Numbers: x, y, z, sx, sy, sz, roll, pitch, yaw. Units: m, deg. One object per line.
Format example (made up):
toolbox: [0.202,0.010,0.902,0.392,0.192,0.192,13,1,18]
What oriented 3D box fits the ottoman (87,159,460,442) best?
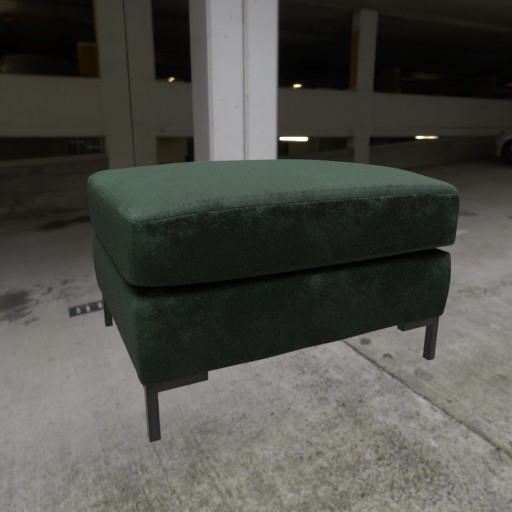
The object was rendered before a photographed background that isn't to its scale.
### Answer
ottoman: [0.000,0.000,1.290,0.839,0.538,0.701,-7,17,-25]
